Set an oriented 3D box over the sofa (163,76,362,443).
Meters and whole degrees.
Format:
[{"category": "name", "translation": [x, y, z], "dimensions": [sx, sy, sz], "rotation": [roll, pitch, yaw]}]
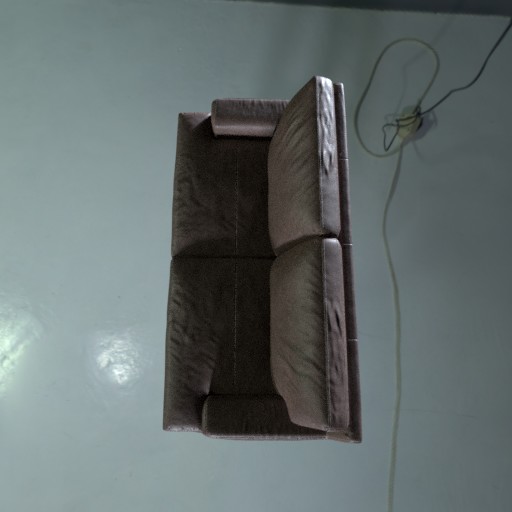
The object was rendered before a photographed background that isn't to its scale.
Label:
[{"category": "sofa", "translation": [0.000, 0.000, 2.875], "dimensions": [1.143, 0.941, 2.261], "rotation": [0, 76, 0]}]
